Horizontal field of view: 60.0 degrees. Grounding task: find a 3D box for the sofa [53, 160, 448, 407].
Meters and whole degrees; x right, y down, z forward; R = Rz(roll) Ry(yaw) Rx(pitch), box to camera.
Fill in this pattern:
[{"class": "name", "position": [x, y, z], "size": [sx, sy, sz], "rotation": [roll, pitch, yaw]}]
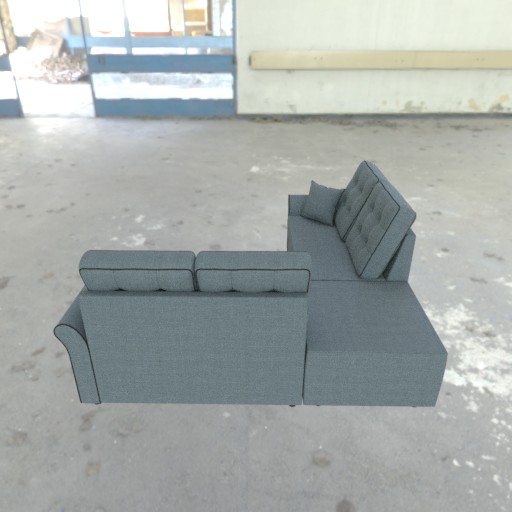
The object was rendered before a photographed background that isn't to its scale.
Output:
[{"class": "sofa", "position": [0.000, 0.000, 3.238], "size": [2.070, 0.988, 2.068], "rotation": [0, 27, 1]}]
